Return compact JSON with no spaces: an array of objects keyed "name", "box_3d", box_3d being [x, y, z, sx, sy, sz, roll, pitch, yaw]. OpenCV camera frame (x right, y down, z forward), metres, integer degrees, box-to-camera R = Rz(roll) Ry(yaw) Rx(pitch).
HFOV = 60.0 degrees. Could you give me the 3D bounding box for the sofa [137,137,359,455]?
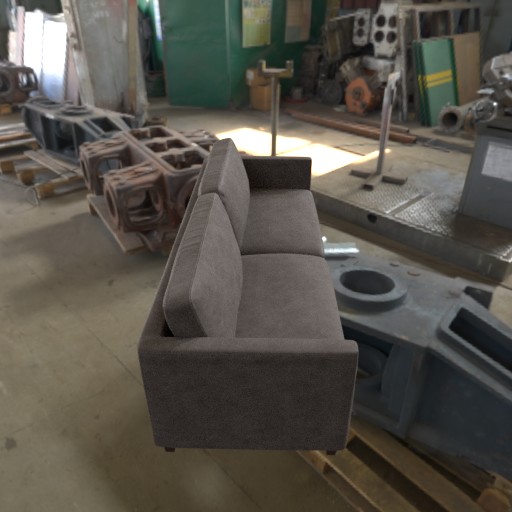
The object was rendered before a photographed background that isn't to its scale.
[{"name":"sofa","box_3d":[0.000,0.000,2.954,0.951,0.965,2.434,1,31,1]}]
